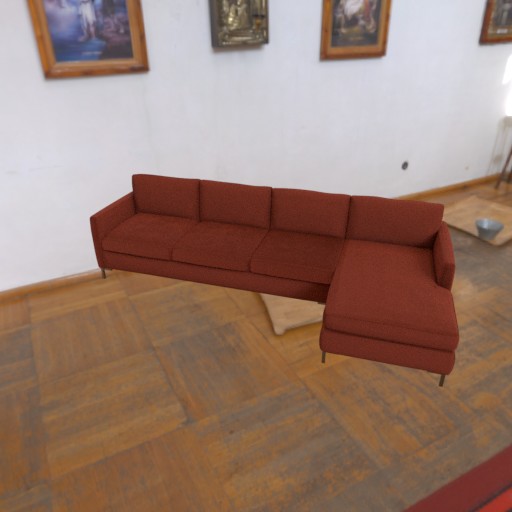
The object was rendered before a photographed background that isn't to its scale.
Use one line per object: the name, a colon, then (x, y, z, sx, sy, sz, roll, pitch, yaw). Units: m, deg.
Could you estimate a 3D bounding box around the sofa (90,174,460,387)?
sofa: (0.000, 0.000, 3.530, 2.932, 0.810, 1.350, 8, 29, 15)
